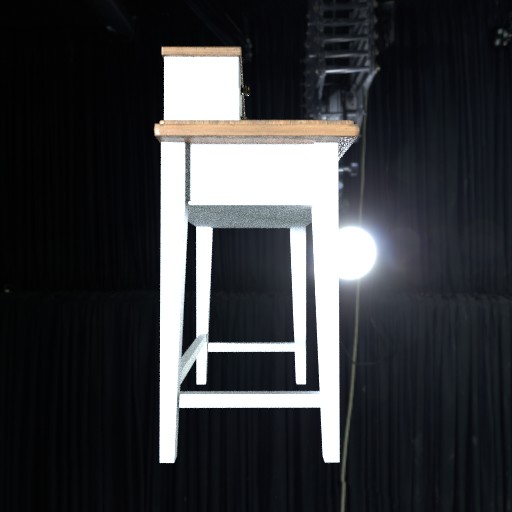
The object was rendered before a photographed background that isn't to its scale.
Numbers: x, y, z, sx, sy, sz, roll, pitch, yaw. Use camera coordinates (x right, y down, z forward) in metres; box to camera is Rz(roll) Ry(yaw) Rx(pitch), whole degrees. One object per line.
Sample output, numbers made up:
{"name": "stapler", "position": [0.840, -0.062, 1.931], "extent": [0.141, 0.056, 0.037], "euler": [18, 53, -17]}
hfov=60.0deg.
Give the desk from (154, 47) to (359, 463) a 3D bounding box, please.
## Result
{"name": "desk", "position": [0.000, 0.000, 1.403], "extent": [0.462, 0.981, 0.814], "euler": [0, -1, 0]}
